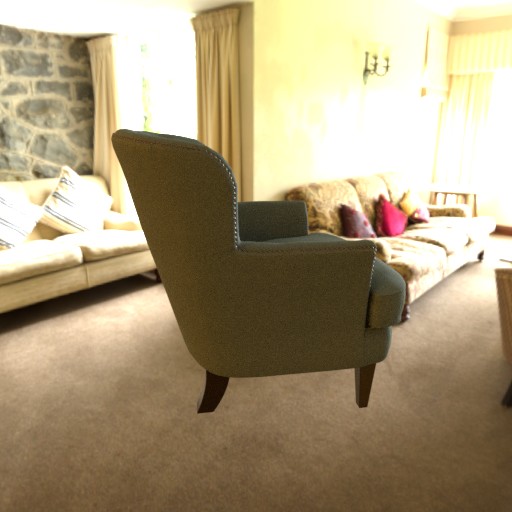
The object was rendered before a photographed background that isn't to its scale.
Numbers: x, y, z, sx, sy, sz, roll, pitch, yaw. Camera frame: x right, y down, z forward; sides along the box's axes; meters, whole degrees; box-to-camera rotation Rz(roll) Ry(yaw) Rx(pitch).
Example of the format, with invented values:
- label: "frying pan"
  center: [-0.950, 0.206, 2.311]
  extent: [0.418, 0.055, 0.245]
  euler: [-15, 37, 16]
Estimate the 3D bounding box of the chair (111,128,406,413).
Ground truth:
- label: "chair"
  center: [0.000, 0.000, 1.572]
  extent: [0.906, 0.868, 0.848]
  euler: [-3, 16, -9]
